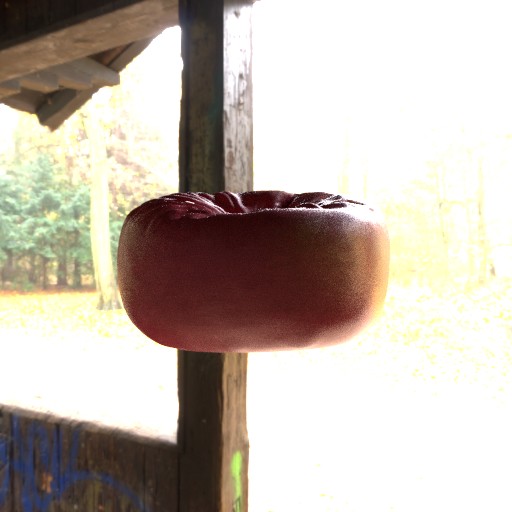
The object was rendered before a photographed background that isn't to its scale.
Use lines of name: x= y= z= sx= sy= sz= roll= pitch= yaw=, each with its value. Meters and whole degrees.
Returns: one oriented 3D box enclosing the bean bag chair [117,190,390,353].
bean bag chair: x=0.000 y=0.000 z=2.459 sx=1.524 sy=0.878 sz=1.524 roll=0 pitch=0 yaw=-1
